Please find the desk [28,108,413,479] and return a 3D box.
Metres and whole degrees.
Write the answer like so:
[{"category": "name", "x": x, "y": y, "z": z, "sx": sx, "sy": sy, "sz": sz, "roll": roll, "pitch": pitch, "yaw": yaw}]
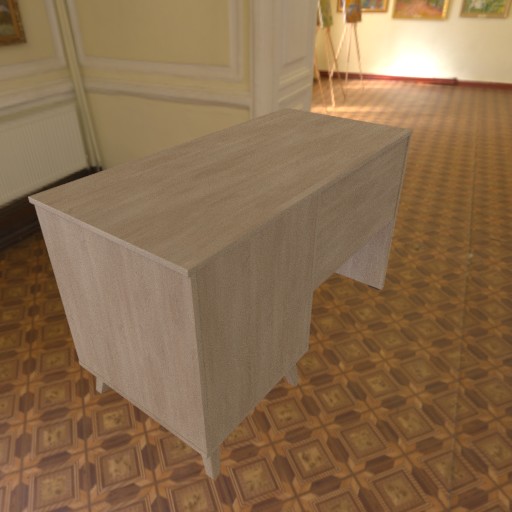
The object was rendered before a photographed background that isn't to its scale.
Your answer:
[{"category": "desk", "x": 0.000, "y": 0.000, "z": 1.670, "sx": 0.600, "sy": 0.770, "sz": 1.251, "roll": 22, "pitch": 38, "yaw": 31}]
